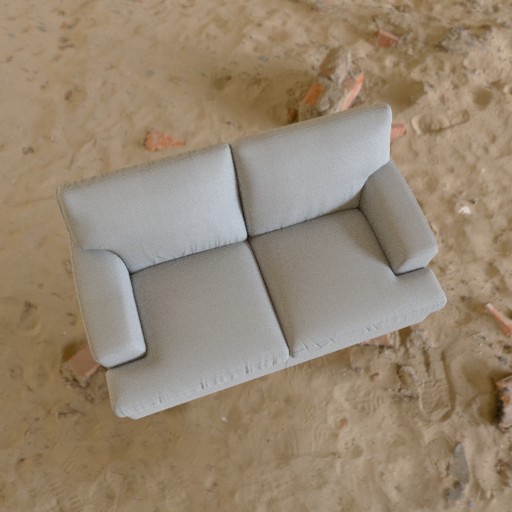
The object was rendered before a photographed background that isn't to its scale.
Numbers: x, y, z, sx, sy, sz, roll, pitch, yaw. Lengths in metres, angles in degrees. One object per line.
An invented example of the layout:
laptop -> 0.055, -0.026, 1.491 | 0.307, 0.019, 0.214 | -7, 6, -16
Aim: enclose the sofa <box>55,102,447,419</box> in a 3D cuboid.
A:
sofa -> 0.000, 0.000, 2.427 | 1.880, 0.940, 1.143 | -17, 65, -8
